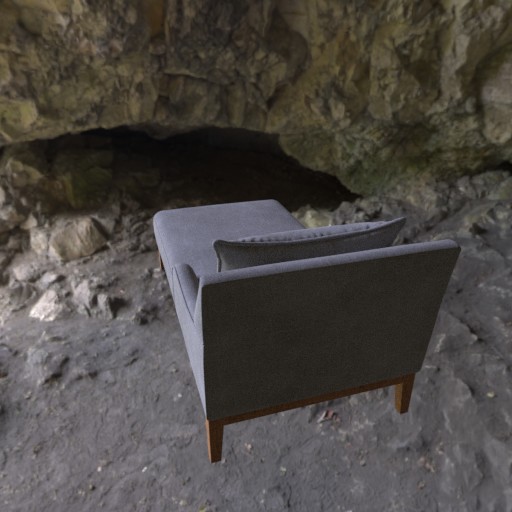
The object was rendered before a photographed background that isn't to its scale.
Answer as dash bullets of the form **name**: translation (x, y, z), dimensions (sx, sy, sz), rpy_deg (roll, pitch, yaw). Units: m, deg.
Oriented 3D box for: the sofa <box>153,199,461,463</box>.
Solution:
- **sofa**: translation (0.000, 0.000, 2.276), dimensions (0.894, 0.859, 1.779), rpy_deg (-8, 27, -16)
